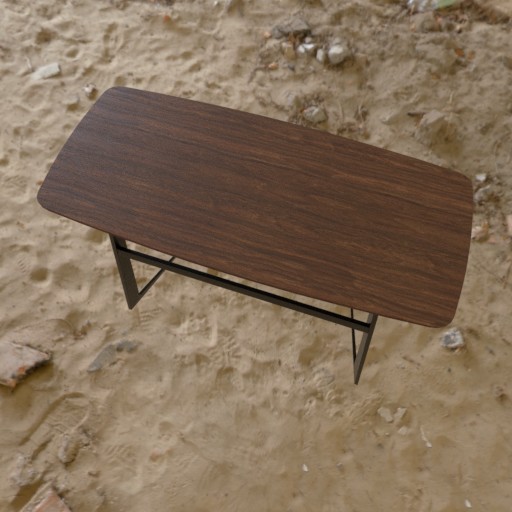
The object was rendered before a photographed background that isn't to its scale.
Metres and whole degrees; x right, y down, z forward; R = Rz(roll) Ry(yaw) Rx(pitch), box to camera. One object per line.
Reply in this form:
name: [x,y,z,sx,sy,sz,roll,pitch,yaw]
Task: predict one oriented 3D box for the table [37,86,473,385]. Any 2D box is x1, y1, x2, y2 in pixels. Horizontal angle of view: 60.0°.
table: [0.000,0.000,1.105,0.804,0.576,0.361,17,65,8]
